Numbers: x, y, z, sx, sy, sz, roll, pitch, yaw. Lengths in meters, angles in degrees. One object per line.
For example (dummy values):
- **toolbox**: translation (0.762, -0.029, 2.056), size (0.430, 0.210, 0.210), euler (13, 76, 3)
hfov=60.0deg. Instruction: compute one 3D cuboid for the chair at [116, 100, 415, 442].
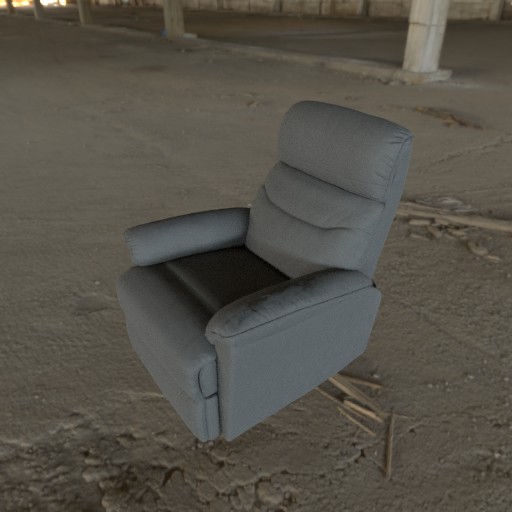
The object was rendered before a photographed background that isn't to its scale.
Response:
- **chair**: translation (0.000, 0.000, 1.761), size (1.004, 1.037, 0.820), euler (-20, 36, -30)
